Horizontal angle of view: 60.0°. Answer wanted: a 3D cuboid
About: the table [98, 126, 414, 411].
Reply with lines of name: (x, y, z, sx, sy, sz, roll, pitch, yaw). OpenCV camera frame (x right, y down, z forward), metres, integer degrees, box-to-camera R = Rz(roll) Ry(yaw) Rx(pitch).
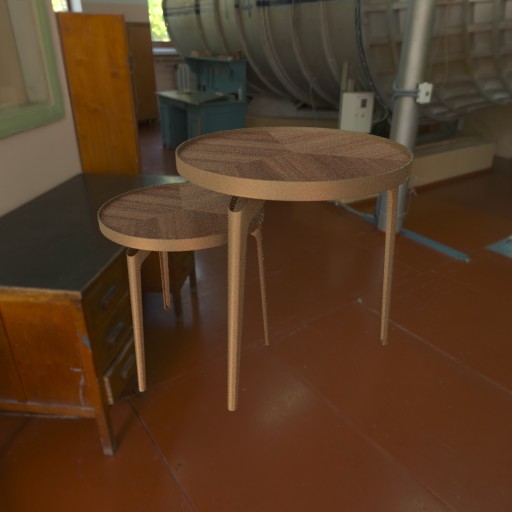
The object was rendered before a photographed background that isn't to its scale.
table: (0.000, 0.000, 1.141, 0.751, 0.555, 0.532, 0, 26, 0)
